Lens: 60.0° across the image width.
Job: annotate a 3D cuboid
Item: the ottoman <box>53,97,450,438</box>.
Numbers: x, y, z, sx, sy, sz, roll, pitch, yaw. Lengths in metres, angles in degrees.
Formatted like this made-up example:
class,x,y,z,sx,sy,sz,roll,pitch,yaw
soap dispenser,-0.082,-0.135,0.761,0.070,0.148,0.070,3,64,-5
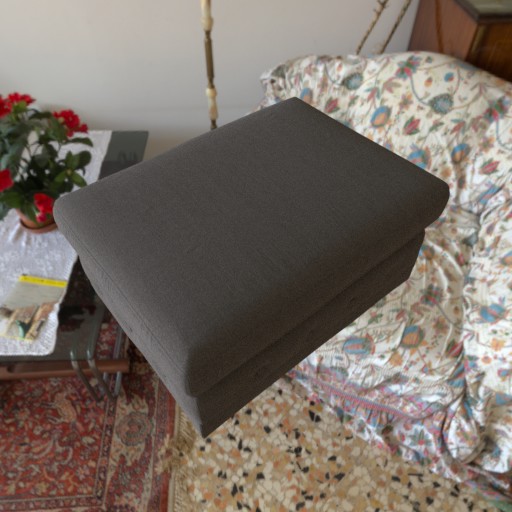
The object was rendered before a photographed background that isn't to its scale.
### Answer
class,x,y,z,sx,sy,sz,roll,pitch,yaw
ottoman,0.000,0.000,1.164,0.771,0.500,0.569,-31,55,-25
